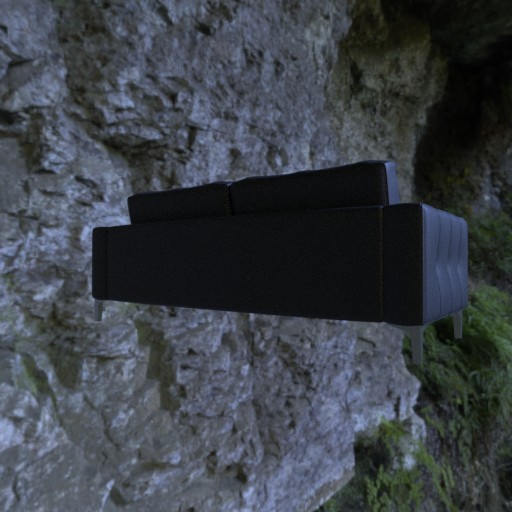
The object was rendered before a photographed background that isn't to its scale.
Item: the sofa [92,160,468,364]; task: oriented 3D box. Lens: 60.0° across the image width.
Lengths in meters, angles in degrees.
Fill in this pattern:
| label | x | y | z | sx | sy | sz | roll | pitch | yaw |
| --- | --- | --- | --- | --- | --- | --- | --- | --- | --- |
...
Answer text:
| label | x | y | z | sx | sy | sz | roll | pitch | yaw |
| --- | --- | --- | --- | --- | --- | --- | --- | --- | --- |
| sofa | 0.000 | 0.000 | 2.735 | 2.275 | 0.893 | 0.833 | -1 | -1 | 36 |
